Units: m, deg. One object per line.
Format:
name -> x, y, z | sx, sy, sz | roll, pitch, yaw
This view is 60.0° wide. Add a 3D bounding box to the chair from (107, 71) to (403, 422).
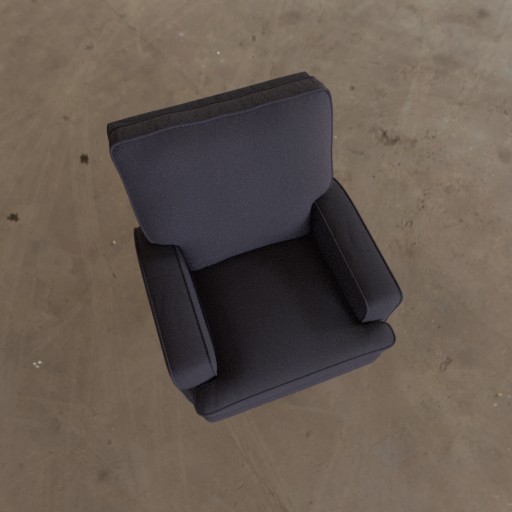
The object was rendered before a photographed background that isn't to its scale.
chair -> 0.000, 0.000, 1.680 | 0.861, 0.962, 0.964 | -18, 66, -9
